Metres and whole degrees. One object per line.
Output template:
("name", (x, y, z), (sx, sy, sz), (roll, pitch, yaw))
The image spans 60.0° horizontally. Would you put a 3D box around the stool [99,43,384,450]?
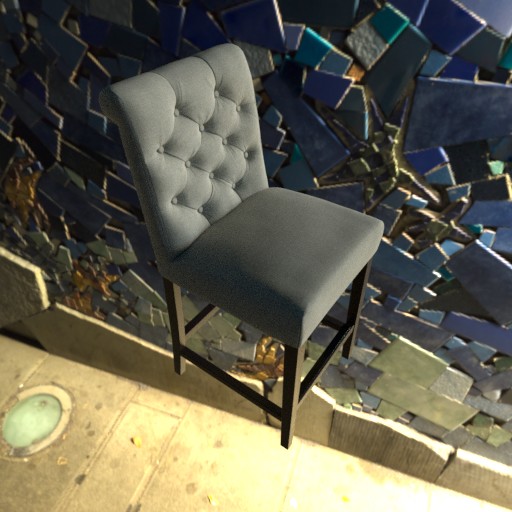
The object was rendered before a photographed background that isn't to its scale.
("stool", (0.000, 0.000, 1.346), (0.601, 1.040, 0.493), (25, 46, 26))
